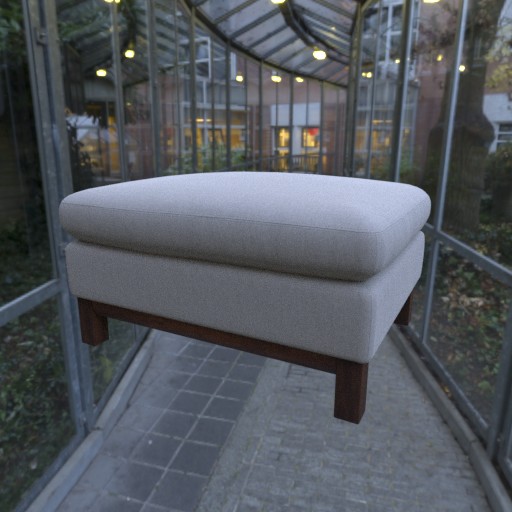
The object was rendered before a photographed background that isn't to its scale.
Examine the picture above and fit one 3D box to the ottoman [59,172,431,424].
[{"bbox_3d":[0.000,0.000,1.145,0.771,0.420,0.606,8,17,27],"label":"ottoman"}]
